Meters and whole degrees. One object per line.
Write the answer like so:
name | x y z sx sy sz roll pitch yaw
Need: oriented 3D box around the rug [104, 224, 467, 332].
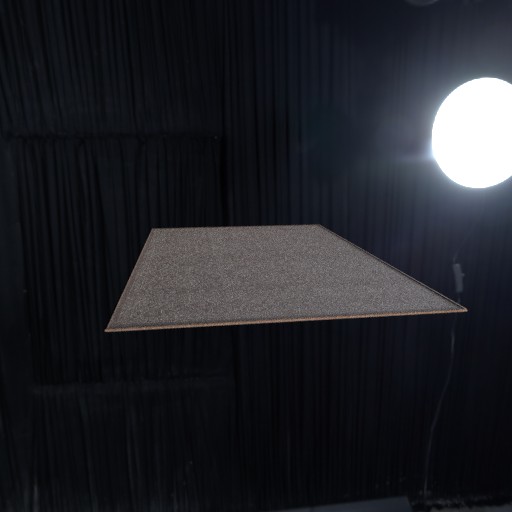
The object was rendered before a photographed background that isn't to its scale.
rug | 0.000 0.000 2.911 1.524 0.011 2.286 -2 14 -8
